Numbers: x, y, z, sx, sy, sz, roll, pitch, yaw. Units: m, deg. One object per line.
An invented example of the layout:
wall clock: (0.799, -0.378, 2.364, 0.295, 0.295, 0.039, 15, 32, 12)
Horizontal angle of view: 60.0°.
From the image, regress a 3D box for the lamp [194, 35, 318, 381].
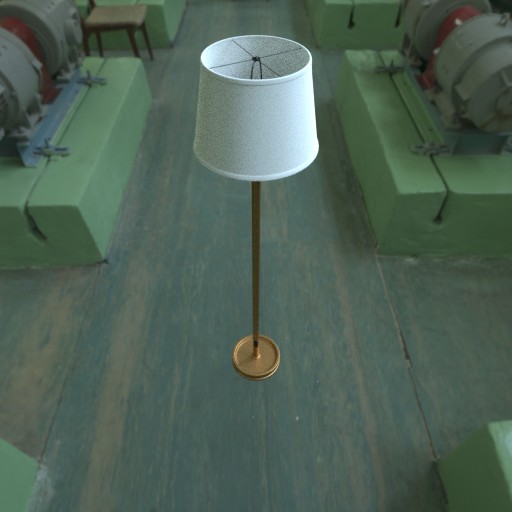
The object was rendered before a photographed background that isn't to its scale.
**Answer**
lamp: (0.000, 0.000, 0.802, 0.178, 0.710, 0.178, 0, 46, 0)
